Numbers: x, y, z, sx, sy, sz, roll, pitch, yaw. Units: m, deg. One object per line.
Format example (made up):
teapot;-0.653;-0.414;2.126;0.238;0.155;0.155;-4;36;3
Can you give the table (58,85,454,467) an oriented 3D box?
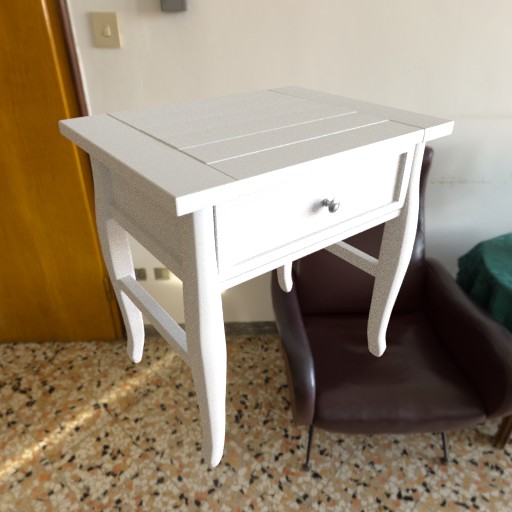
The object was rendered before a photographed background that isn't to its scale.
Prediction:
table;0.000;0.000;0.999;0.599;0.605;0.463;-22;37;-31
